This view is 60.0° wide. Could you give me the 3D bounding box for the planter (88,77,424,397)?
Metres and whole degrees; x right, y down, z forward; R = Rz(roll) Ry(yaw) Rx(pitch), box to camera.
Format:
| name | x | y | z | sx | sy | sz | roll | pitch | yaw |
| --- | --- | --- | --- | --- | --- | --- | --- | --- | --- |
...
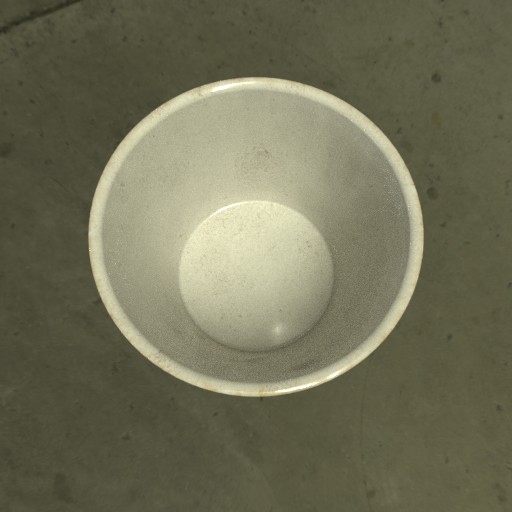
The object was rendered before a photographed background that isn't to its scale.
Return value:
| name | x | y | z | sx | sy | sz | roll | pitch | yaw |
| --- | --- | --- | --- | --- | --- | --- | --- | --- | --- |
| planter | 0.000 | 0.000 | 0.217 | 0.126 | 0.104 | 0.126 | 0 | 75 | 0 |
